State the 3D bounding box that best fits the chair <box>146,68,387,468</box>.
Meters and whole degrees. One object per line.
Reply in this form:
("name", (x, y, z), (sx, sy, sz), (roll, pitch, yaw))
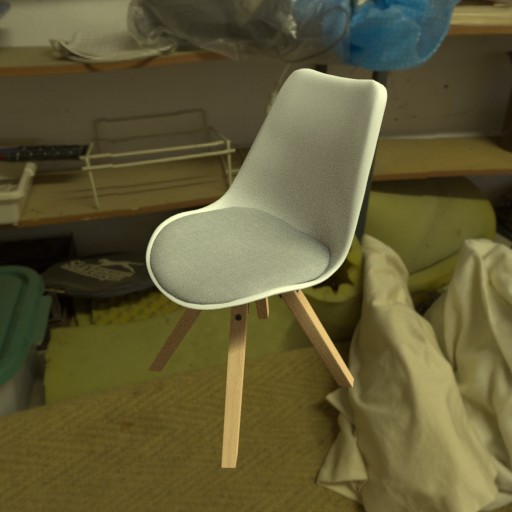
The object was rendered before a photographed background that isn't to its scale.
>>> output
("chair", (0.000, 0.000, 1.166), (0.550, 0.850, 0.485), (-21, 37, -31))
